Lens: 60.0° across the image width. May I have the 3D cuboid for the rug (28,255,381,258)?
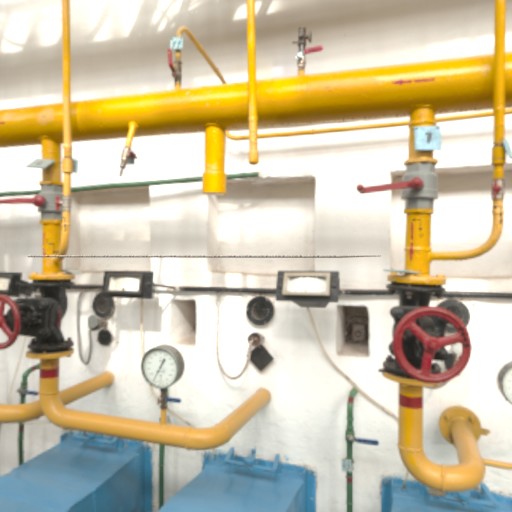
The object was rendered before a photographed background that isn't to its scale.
[{"bbox_3d":[0.000,0.000,3.092,1.549,0.010,2.464,0,0,19],"label":"rug"}]
